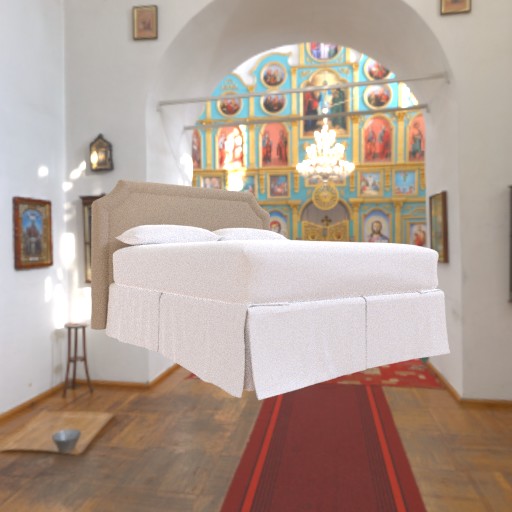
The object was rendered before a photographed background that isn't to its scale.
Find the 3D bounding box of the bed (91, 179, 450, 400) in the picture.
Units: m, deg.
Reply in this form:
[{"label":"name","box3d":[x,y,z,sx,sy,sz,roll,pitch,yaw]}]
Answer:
[{"label":"bed","box3d":[0.000,0.000,3.329,1.828,1.301,2.204,0,0,-36]}]
